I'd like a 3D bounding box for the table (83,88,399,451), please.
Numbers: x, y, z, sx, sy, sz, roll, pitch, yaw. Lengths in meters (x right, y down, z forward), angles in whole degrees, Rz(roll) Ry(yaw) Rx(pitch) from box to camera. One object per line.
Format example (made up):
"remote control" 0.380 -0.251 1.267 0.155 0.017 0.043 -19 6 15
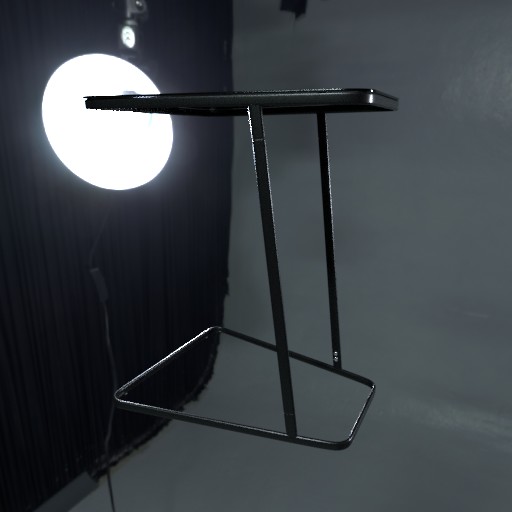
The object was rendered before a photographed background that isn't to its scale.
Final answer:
"table" 0.000 0.000 0.933 0.500 0.624 0.427 8 17 27
